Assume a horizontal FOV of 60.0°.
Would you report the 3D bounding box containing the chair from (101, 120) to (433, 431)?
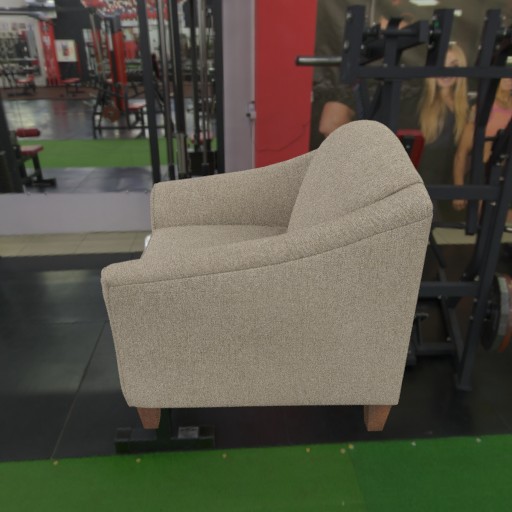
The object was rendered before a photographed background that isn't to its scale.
[{"bbox_3d":[0.000,0.000,1.438,0.787,0.839,0.763,-1,26,-2],"label":"chair"}]
